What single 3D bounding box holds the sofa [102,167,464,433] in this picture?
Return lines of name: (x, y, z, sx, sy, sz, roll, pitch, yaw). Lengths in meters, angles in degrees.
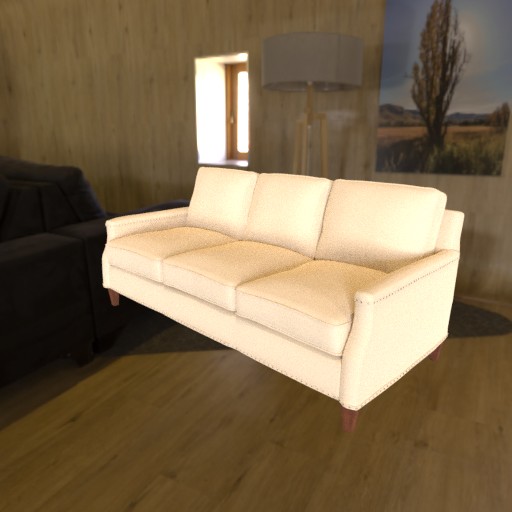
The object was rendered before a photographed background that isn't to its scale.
sofa: (0.000, 0.000, 2.883, 2.246, 1.003, 1.084, 15, 22, 43)
